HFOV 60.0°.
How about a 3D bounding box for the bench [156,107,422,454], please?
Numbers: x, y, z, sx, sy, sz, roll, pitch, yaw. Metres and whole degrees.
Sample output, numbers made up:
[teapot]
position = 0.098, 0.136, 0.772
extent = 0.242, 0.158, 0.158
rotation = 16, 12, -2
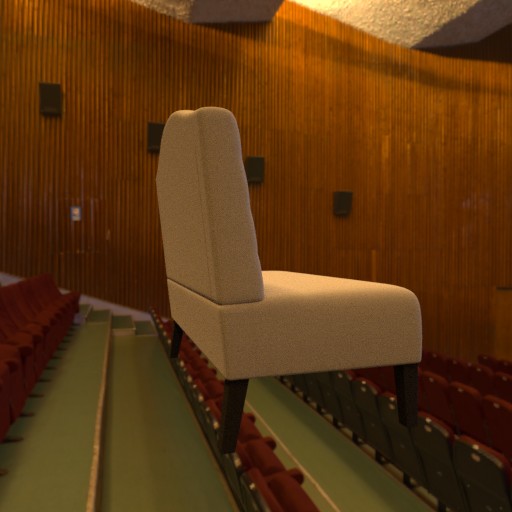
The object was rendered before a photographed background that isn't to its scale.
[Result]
[bench]
position = 0.000, 0.000, 2.042
extent = 0.815, 1.180, 1.335
rotation = 0, 1, -18
